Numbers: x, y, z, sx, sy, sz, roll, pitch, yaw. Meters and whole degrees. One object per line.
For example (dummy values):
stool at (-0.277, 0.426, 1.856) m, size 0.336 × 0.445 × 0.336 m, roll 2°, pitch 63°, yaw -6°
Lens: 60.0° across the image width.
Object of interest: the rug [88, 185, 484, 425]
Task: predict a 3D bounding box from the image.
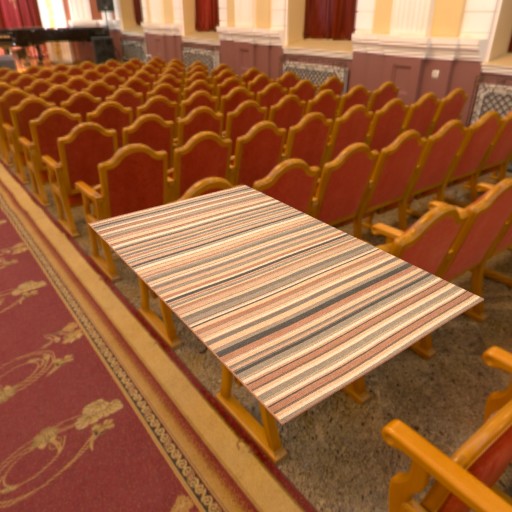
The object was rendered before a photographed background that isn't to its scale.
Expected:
rug at (0.000, 0.000, 3.059) m, size 1.523 × 0.014 × 2.438 m, roll -19°, pitch 34°, yaw -31°
